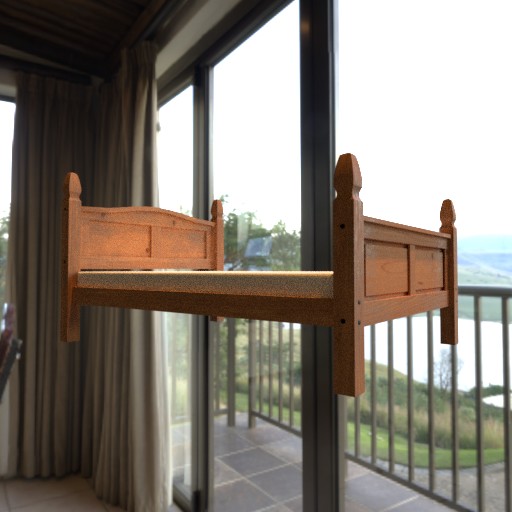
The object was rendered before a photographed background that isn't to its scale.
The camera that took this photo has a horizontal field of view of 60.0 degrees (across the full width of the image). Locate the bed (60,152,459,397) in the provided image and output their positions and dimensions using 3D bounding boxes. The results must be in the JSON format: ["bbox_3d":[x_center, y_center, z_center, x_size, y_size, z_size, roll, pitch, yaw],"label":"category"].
[{"bbox_3d":[0.000,0.000,2.844,2.069,1.100,1.490,-1,-2,38],"label":"bed"}]
